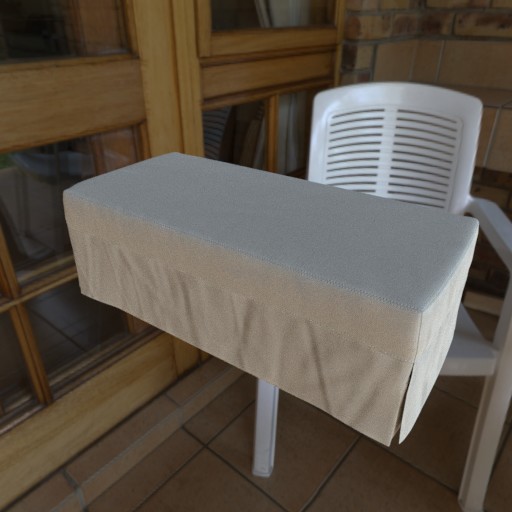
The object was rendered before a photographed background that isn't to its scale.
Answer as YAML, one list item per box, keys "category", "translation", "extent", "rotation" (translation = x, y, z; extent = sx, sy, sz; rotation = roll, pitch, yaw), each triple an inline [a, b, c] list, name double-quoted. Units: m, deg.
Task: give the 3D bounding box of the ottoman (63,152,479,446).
- category: "ottoman"
  translation: [0.000, 0.000, 1.636]
  extent: [1.388, 0.457, 0.665]
  rotation: [19, 34, 29]
